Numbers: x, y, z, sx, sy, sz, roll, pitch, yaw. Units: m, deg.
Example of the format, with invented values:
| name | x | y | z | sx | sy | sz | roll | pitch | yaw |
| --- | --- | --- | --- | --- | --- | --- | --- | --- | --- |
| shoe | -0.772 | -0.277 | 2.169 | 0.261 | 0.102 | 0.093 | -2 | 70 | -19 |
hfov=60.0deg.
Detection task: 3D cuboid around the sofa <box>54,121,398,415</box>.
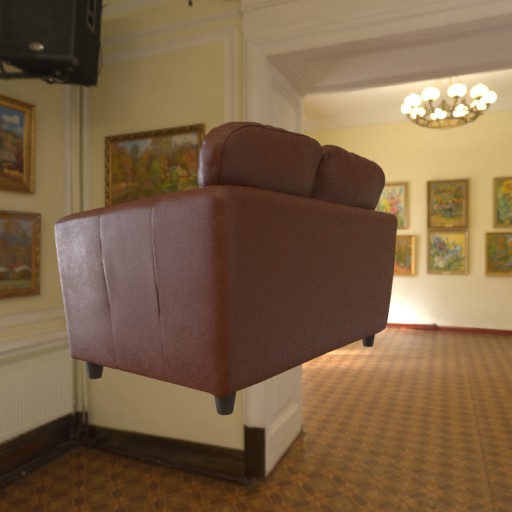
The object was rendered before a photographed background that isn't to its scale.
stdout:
| name | x | y | z | sx | sy | sz | roll | pitch | yaw |
| --- | --- | --- | --- | --- | --- | --- | --- | --- | --- |
| sofa | 0.000 | 0.000 | 1.914 | 0.805 | 0.906 | 1.406 | 1 | 1 | 36 |
